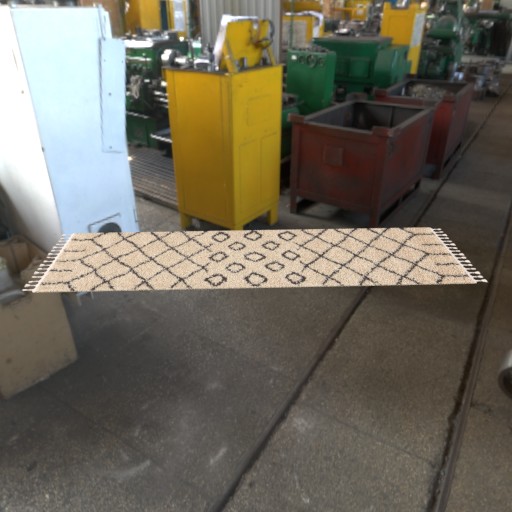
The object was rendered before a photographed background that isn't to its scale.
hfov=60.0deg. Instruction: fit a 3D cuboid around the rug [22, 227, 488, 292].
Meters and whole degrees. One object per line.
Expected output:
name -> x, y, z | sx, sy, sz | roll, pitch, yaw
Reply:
rug -> 0.000, 0.000, 2.611 | 2.464, 0.005, 0.660 | -1, 30, -2
